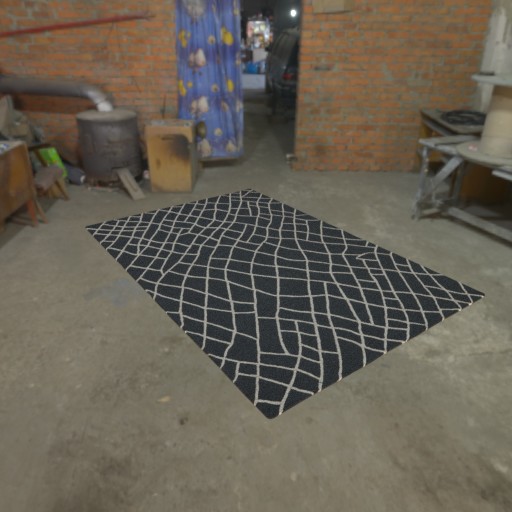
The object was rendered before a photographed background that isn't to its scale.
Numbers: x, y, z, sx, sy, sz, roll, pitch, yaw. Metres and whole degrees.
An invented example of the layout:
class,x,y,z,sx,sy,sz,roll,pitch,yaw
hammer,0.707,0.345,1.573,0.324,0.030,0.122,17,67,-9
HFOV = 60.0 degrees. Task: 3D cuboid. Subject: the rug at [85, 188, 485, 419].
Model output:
class,x,y,z,sx,sy,sz,roll,pitch,yaw
rug,0.000,0.000,2.321,1.223,0.013,1.830,-18,32,-31
